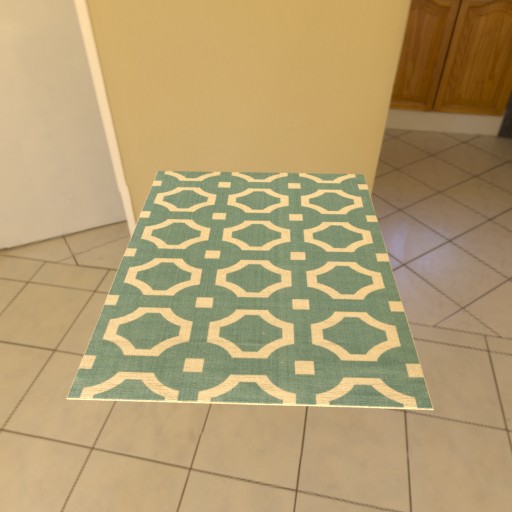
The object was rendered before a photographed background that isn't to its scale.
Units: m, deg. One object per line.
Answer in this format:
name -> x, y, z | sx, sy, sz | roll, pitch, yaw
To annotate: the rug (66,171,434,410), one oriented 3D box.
rug -> 0.000, 0.000, 4.120 | 2.466, 0.021, 3.049 | 1, 41, 1
